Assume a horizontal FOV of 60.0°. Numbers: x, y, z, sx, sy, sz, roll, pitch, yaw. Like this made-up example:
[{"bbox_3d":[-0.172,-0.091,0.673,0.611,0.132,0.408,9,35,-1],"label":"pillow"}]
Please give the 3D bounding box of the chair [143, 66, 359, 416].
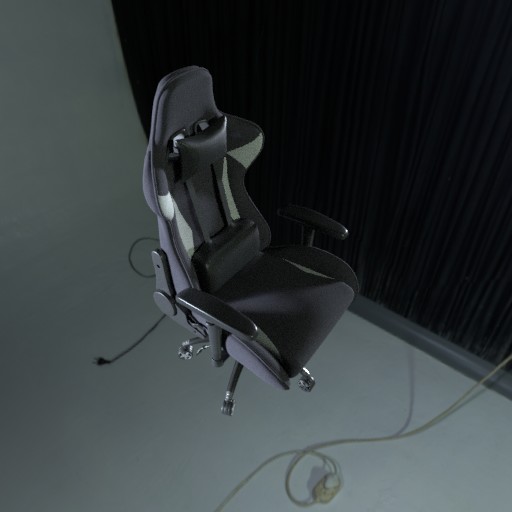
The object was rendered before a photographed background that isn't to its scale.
[{"bbox_3d":[0.000,0.000,1.729,0.695,1.300,0.730,24,46,26],"label":"chair"}]
